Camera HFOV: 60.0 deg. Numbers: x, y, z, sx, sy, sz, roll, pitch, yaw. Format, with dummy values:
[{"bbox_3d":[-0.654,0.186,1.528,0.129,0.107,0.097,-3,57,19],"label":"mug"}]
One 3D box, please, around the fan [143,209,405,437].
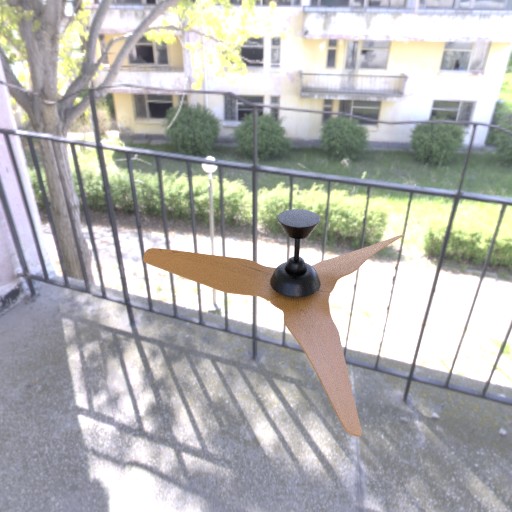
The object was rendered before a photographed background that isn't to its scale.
[{"bbox_3d":[0.000,0.000,1.633,1.010,0.355,1.142,10,32,17],"label":"fan"}]
